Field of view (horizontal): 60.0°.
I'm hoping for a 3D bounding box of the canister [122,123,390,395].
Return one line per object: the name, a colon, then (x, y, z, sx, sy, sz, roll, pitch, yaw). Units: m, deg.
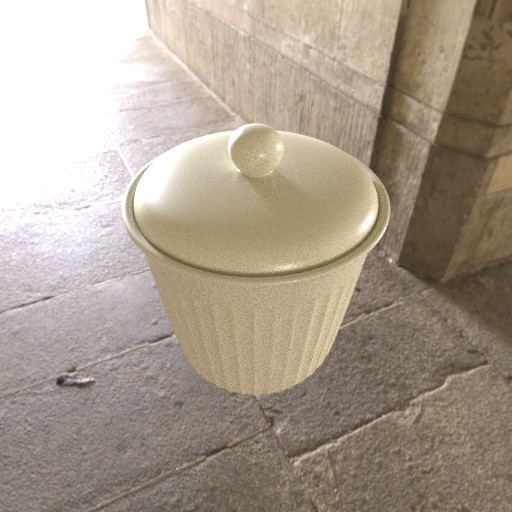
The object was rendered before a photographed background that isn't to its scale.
canister: (0.000, 0.000, 0.344, 0.181, 0.211, 0.181, 0, 41, 0)
